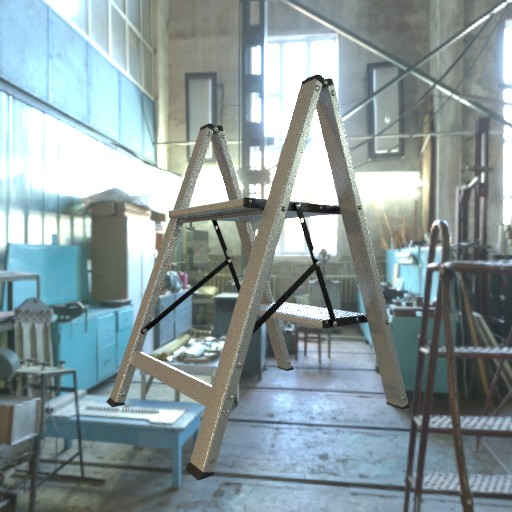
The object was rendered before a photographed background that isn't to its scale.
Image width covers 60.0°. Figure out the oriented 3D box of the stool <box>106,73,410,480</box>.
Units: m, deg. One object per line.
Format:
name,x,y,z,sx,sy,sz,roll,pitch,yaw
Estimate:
stool,0.000,0.000,0.996,0.535,0.670,0.440,0,1,-36
